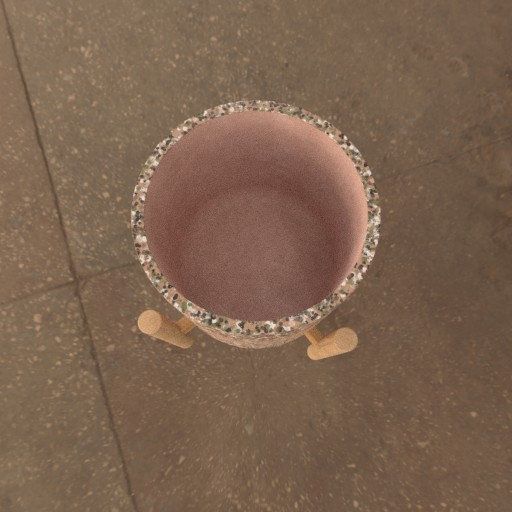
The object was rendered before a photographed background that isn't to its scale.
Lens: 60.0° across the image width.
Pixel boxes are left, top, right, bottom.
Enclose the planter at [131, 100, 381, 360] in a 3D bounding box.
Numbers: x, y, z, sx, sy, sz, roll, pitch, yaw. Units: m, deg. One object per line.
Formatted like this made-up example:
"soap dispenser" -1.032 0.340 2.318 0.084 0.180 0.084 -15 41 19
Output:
"planter" 0.000 0.000 0.549 0.284 0.320 0.284 -17 76 -4
